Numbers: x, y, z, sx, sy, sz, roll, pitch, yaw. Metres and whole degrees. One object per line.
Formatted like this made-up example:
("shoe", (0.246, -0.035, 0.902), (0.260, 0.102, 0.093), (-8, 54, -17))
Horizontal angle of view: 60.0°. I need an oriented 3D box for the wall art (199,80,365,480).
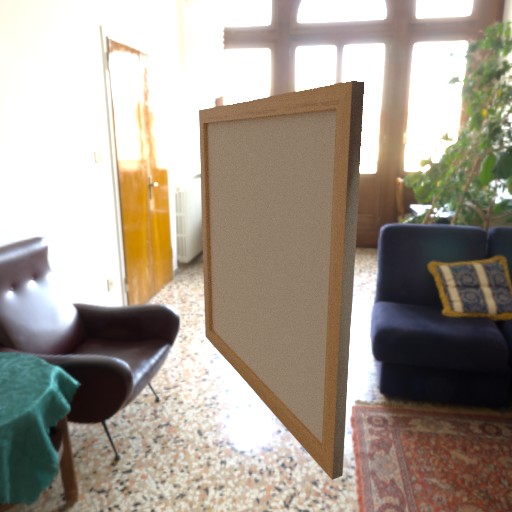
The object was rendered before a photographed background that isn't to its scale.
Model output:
("wall art", (0.000, 0.000, 1.144), (0.027, 0.762, 0.762), (-7, 16, -25))
